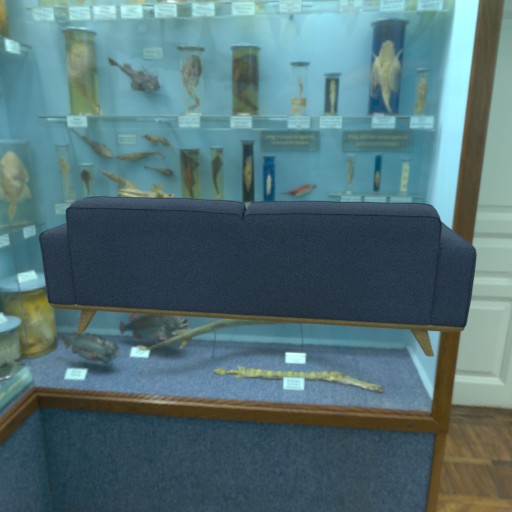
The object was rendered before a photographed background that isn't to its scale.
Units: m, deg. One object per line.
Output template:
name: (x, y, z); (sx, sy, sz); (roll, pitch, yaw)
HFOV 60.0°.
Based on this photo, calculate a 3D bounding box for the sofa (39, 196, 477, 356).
sofa: (0.000, 0.000, 2.703); (2.270, 0.782, 0.953); (2, 16, 8)
